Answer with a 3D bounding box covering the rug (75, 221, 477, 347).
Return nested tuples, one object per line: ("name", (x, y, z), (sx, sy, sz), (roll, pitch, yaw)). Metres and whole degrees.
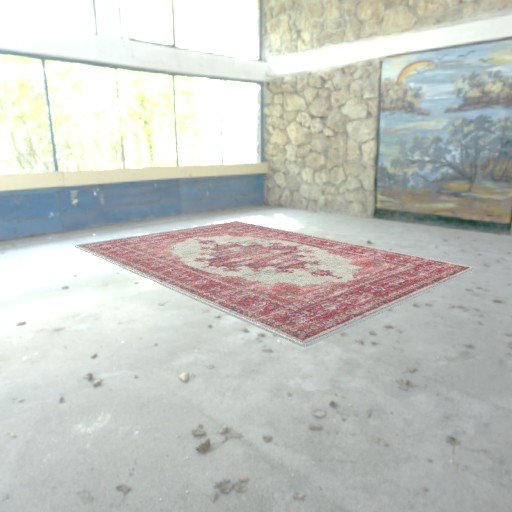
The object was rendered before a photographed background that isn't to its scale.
("rug", (0.000, 0.000, 2.300), (1.217, 0.011, 1.747), (-13, 19, -41))
